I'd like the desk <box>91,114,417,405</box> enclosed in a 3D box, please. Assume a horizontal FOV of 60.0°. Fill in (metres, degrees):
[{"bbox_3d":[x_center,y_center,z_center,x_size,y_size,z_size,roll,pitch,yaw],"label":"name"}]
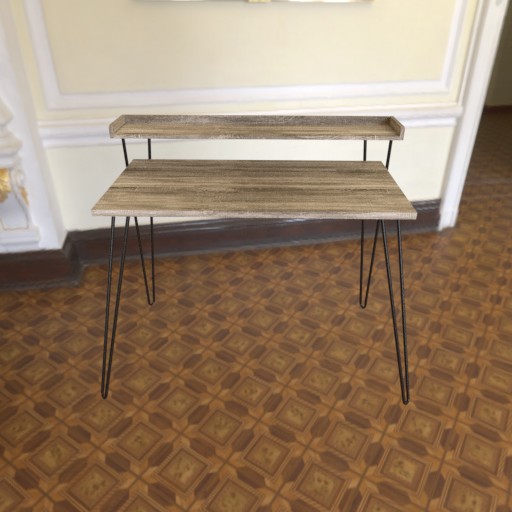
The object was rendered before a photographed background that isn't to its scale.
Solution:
[{"bbox_3d":[0.000,0.000,1.654,1.135,0.899,0.605,1,30,1],"label":"desk"}]
